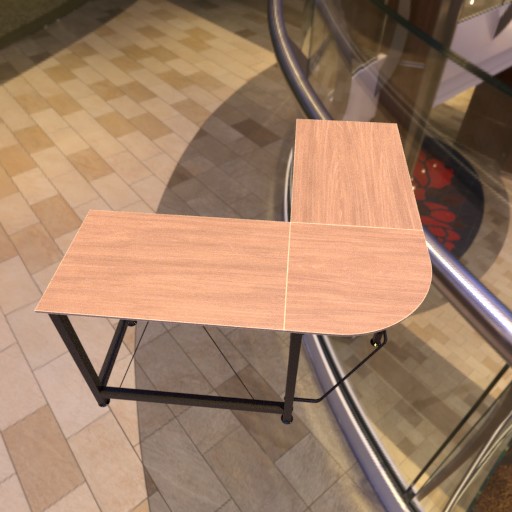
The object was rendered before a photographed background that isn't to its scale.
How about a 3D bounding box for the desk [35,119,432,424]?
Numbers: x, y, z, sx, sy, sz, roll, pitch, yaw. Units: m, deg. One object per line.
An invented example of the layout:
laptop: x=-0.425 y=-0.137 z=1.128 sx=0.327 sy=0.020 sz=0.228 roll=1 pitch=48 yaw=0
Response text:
desk: x=0.000 y=0.000 z=2.238 sx=1.400 sy=0.762 sz=1.400 roll=4 pitch=46 yaw=4
